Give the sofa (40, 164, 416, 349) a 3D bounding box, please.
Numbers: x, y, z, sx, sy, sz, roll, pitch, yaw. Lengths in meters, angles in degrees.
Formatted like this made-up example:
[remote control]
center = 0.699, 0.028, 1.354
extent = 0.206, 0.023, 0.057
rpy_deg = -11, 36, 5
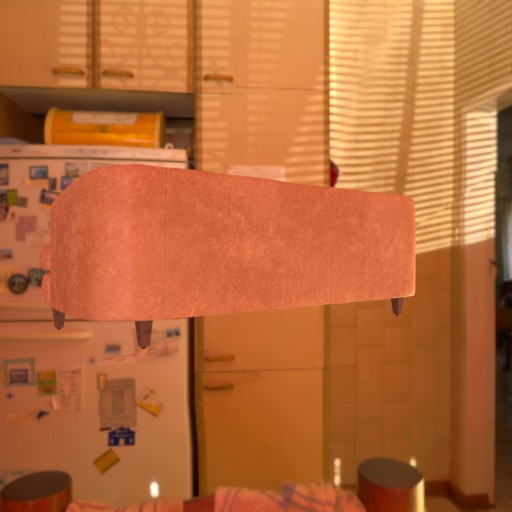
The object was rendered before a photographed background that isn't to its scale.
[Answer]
[sofa]
center = 0.000, 0.000, 2.693
extent = 2.257, 0.791, 0.922
rpy_deg = 0, 0, -36
